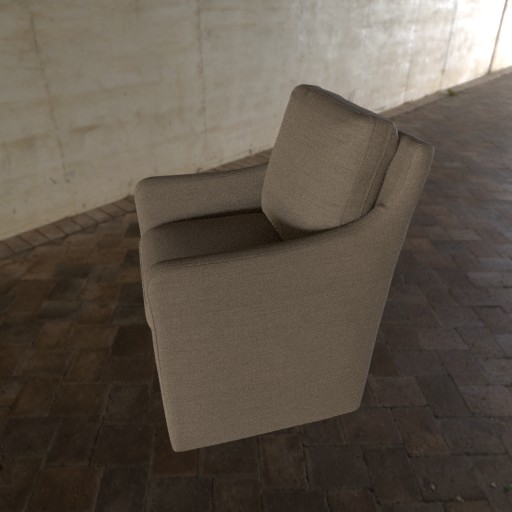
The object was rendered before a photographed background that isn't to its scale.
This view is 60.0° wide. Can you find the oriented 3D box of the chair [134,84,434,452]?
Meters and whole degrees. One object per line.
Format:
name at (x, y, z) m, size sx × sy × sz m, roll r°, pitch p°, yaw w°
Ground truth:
chair at (0.000, 0.000, 1.363) m, size 0.694 × 0.914 × 0.626 m, roll -8°, pitch 31°, yaw -13°
